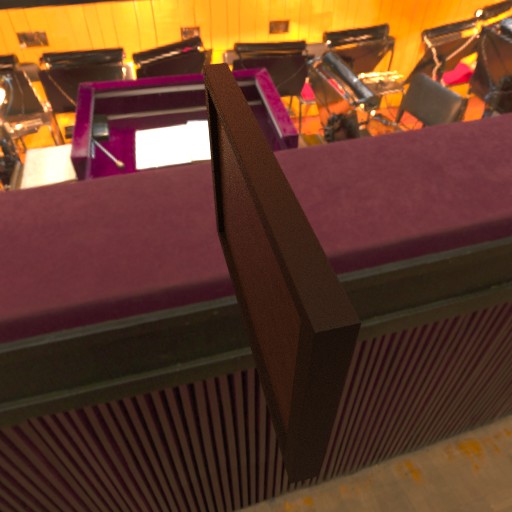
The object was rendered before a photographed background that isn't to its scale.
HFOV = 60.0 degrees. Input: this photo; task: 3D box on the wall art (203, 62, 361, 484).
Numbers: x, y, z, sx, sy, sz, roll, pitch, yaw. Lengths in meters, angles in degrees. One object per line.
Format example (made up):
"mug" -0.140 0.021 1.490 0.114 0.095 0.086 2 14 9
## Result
"wall art" 0.000 0.000 0.838 0.051 0.456 0.671 -10 46 -10
